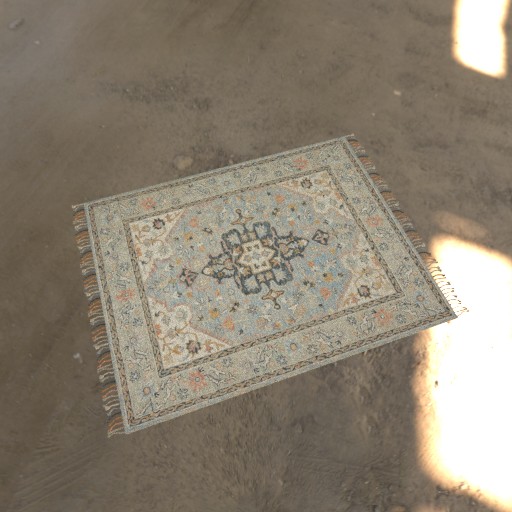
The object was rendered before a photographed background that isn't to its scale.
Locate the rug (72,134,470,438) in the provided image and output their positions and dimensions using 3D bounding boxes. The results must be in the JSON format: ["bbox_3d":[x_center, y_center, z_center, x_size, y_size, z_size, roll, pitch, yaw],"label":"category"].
[{"bbox_3d":[0.000,0.000,2.280,1.730,0.009,1.278,-17,60,-10],"label":"rug"}]
